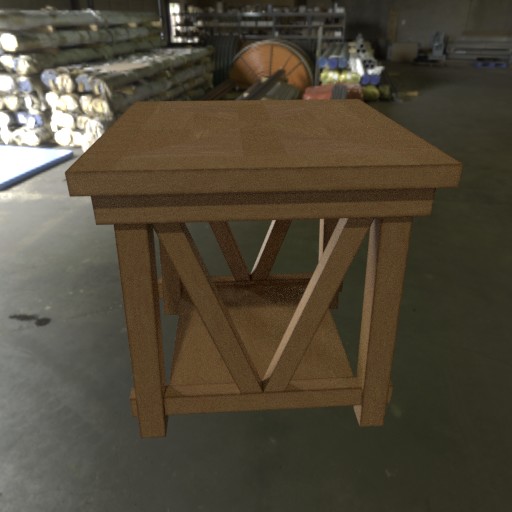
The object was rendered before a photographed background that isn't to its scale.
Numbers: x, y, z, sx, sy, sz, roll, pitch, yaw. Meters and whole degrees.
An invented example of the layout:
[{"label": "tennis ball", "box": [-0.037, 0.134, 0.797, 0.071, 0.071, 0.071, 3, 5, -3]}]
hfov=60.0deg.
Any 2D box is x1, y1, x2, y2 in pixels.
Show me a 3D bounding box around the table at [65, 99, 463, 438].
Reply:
[{"label": "table", "box": [0.000, 0.000, 1.097, 0.612, 0.638, 0.610, -2, 29, -3]}]
